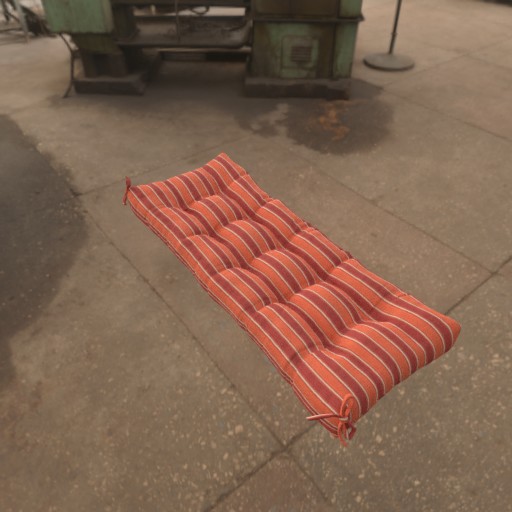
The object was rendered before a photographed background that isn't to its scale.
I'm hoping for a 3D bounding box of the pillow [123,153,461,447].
[{"bbox_3d":[0.000,0.000,1.387,0.511,0.174,1.194,-26,48,-26],"label":"pillow"}]
